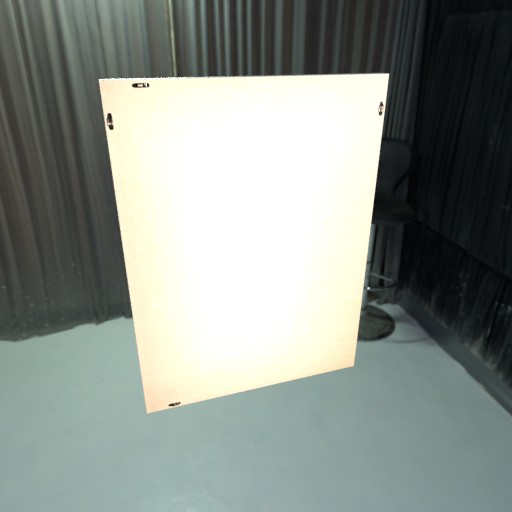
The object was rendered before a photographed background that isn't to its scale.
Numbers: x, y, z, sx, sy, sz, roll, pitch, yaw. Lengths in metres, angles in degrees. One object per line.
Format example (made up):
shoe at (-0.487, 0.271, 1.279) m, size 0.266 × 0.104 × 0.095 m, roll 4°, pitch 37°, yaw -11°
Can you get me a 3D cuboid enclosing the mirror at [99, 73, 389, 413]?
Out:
mirror at (0.000, 0.000, 1.349) m, size 0.762 × 1.016 × 0.040 m, roll -8°, pitch 27°, yaw -16°
